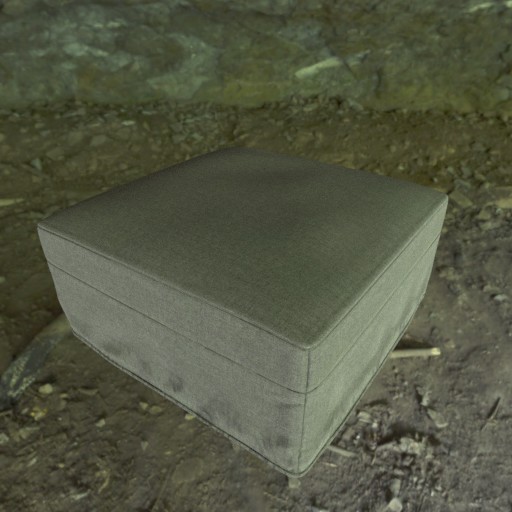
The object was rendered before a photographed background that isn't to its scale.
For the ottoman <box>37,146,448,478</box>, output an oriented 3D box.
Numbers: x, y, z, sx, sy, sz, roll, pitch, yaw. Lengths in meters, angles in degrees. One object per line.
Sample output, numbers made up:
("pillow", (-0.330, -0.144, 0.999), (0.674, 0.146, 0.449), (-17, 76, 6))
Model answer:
("ottoman", (0.000, 0.000, 1.301), (0.840, 0.436, 0.843), (20, 36, 30))
